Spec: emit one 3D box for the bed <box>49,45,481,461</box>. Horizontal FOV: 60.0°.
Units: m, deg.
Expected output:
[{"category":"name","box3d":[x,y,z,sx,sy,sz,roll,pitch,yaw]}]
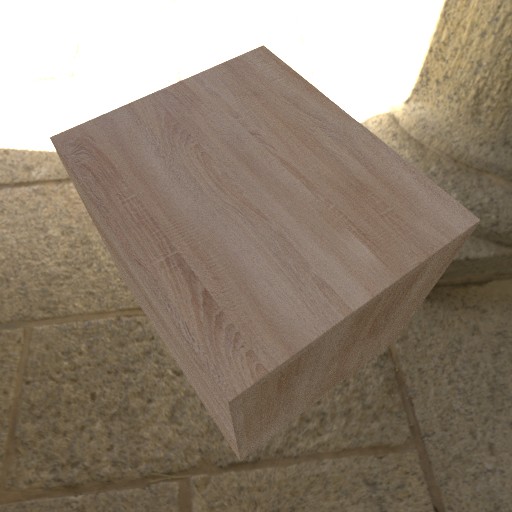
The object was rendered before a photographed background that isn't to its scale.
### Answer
[{"category":"bed","box3d":[0.000,0.000,0.776,0.401,0.420,0.460,-32,63,-18]}]
